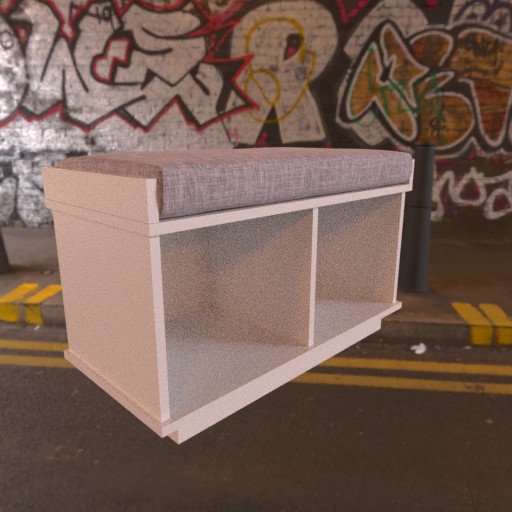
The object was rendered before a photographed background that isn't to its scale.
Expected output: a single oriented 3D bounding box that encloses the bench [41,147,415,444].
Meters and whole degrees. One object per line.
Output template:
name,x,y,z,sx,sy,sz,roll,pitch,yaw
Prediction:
bench,0.000,0.000,0.978,0.362,0.461,0.734,14,21,43
